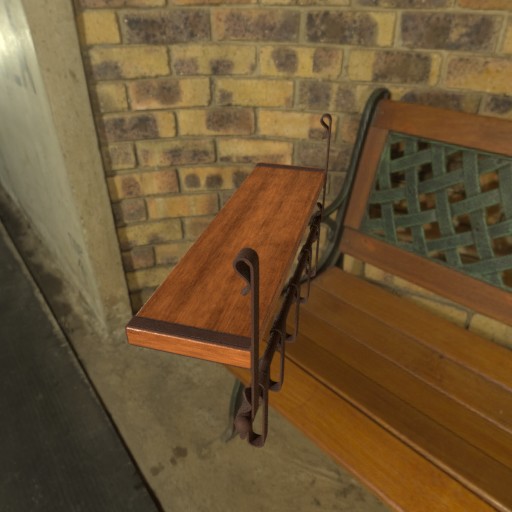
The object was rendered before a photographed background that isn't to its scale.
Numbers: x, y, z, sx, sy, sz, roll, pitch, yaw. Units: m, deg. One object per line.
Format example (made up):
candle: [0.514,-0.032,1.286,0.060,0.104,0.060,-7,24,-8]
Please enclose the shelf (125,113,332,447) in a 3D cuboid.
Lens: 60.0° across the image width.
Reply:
shelf: [0.000,0.000,0.708,0.146,0.330,0.567,8,32,13]
